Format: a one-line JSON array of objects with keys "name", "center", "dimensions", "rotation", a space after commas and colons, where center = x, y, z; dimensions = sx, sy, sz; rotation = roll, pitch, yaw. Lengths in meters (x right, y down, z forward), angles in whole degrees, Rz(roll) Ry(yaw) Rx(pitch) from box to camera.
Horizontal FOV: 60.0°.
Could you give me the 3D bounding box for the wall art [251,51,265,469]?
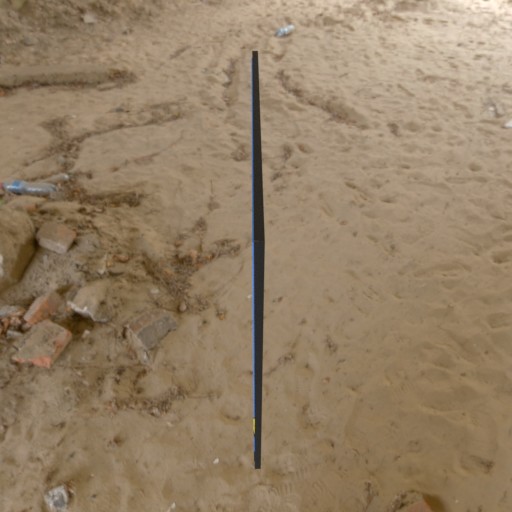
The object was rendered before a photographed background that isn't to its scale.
[{"name": "wall art", "center": [0.000, 0.000, 0.994], "dimensions": [0.015, 0.663, 0.664], "rotation": [0, 43, 0]}]
